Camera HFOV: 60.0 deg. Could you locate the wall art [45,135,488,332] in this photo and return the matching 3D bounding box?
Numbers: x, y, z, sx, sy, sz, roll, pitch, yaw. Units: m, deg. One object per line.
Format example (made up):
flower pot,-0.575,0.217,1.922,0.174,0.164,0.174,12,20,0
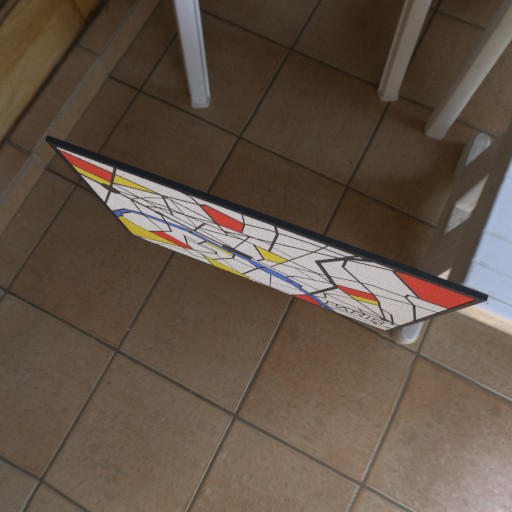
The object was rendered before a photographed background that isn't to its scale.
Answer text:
wall art,0.000,0.000,1.225,0.963,0.665,0.013,20,76,5
